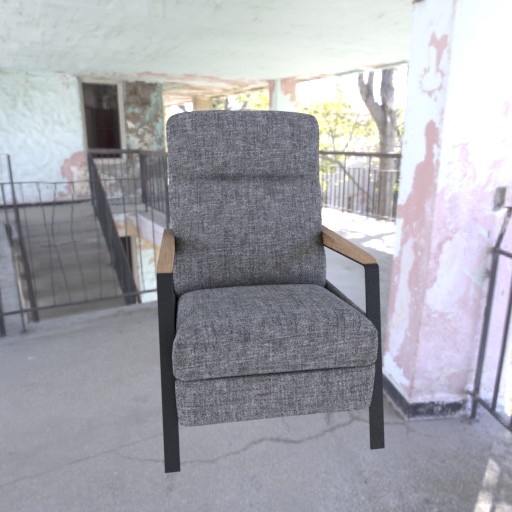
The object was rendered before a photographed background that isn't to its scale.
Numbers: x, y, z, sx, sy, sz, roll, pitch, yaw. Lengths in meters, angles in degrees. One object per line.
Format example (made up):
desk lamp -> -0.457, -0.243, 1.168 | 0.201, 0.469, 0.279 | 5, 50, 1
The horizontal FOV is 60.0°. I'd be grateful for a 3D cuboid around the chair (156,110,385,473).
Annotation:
chair -> 0.000, 0.000, 1.608 | 0.671, 1.042, 0.868 | -2, 15, -9
